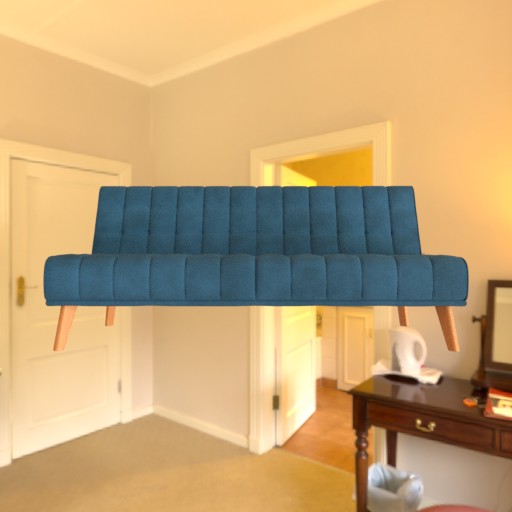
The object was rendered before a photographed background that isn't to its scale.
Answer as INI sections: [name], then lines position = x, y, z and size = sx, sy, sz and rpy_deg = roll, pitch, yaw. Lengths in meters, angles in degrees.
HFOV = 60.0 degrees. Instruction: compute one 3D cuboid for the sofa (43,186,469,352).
[sofa]
position = 0.000, 0.000, 2.298
size = 1.804, 0.813, 0.855
rpy_deg = 0, 0, 0
